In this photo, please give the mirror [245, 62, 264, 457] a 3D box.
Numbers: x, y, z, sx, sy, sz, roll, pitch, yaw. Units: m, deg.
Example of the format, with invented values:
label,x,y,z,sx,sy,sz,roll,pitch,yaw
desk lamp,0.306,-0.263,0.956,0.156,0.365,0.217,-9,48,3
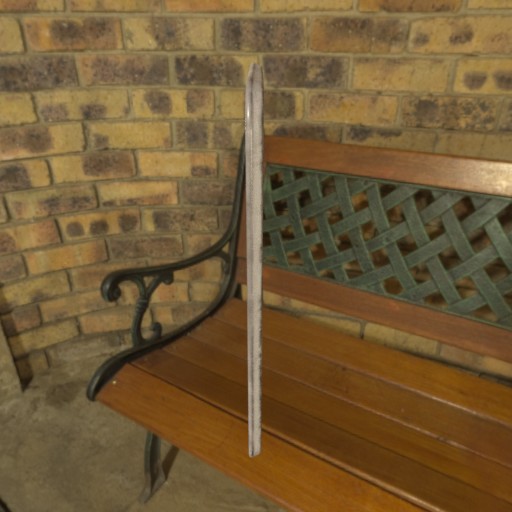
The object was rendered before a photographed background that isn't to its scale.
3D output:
label,x,y,z,sx,sy,sz,roll,pitch,yaw
mirror,0.000,0.000,0.914,0.024,0.713,0.461,0,27,0
